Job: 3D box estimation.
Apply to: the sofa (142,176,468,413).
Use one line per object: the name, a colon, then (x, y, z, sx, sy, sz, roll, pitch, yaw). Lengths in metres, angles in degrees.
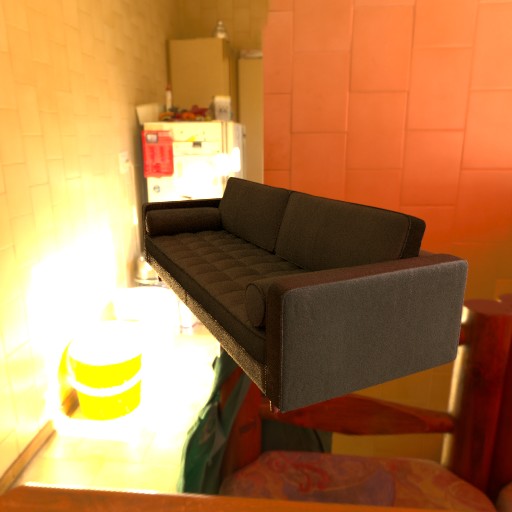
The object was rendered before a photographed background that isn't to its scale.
sofa: (0.000, 0.000, 2.641, 0.918, 0.769, 2.199, -7, 17, -25)
